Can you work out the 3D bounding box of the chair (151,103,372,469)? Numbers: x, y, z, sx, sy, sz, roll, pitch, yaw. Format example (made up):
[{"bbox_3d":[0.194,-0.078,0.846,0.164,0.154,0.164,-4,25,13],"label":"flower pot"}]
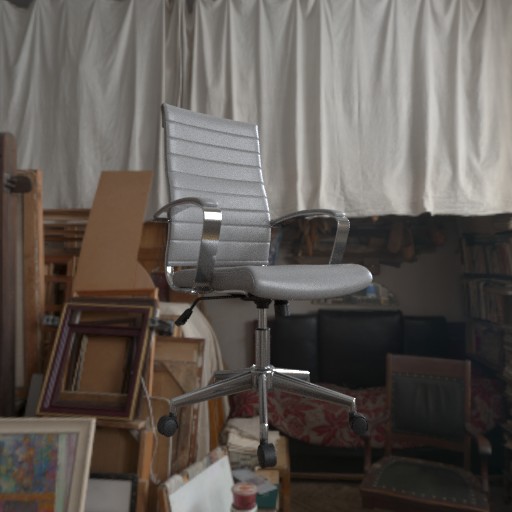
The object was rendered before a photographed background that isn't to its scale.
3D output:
[{"bbox_3d":[0.000,0.000,1.560,0.679,1.149,0.667,0,0,-37],"label":"chair"}]
